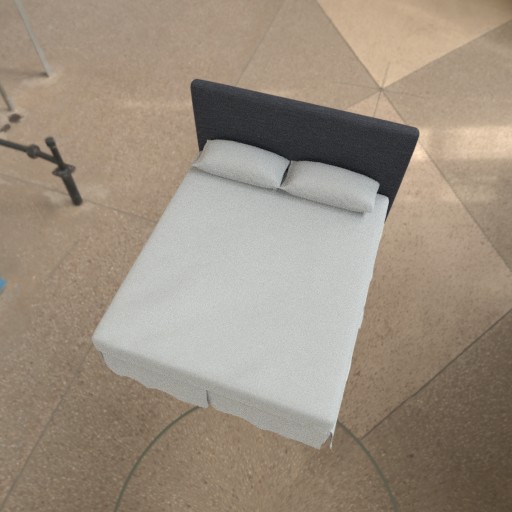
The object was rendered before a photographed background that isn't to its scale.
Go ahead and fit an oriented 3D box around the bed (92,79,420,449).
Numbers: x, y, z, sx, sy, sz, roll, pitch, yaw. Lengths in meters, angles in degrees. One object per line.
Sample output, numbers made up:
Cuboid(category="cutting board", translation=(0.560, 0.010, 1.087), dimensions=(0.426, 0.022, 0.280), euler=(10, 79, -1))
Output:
Cuboid(category="bed", translation=(0.000, 0.000, 3.408), dimensions=(1.884, 1.330, 2.142), euler=(16, 59, 10))
